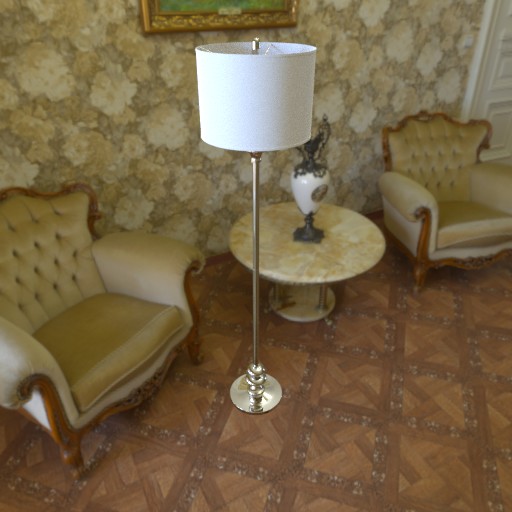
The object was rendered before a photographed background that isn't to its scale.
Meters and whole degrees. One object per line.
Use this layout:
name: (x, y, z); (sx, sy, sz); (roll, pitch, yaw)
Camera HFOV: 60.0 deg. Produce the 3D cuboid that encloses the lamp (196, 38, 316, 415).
lamp: (0.000, 0.000, 1.678); (0.356, 1.487, 0.356); (8, 32, 14)
